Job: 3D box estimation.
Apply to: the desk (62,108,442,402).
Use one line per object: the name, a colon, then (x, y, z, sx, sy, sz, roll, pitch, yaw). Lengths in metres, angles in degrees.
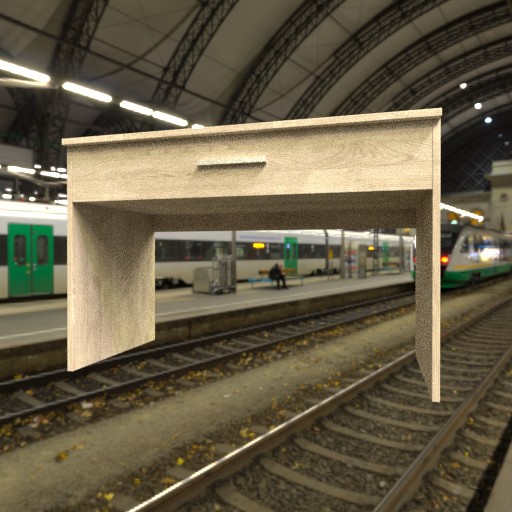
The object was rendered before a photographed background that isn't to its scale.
desk: (0.000, 0.000, 1.504, 1.100, 0.730, 0.560, 0, 0, 16)
